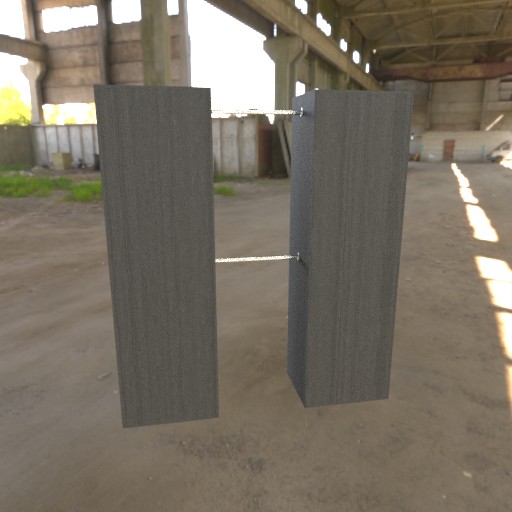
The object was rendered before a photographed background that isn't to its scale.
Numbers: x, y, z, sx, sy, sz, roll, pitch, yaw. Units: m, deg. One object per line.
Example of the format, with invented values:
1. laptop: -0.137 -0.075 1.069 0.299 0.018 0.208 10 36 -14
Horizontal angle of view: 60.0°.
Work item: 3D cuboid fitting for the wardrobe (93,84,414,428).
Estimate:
1. wardrobe: 0.000 0.000 2.882 1.770 2.000 0.480 -3 15 -10
